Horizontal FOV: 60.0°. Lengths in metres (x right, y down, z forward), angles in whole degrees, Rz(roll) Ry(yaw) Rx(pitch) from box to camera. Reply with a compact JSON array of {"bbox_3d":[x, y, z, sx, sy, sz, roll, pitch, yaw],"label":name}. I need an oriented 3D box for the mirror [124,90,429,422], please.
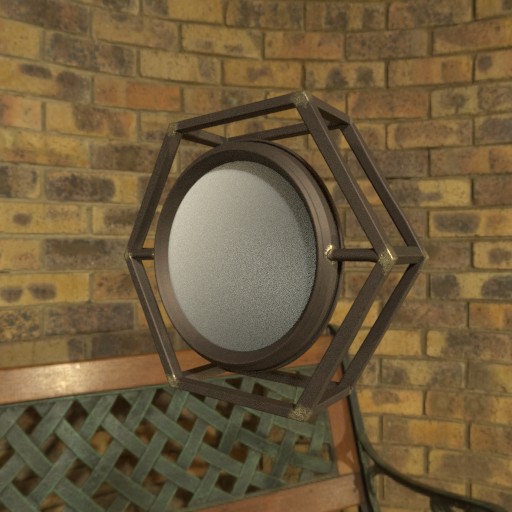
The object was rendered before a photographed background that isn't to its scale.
[{"bbox_3d":[0.000,0.000,0.546,0.380,0.334,0.119,0,1,37],"label":"mirror"}]
